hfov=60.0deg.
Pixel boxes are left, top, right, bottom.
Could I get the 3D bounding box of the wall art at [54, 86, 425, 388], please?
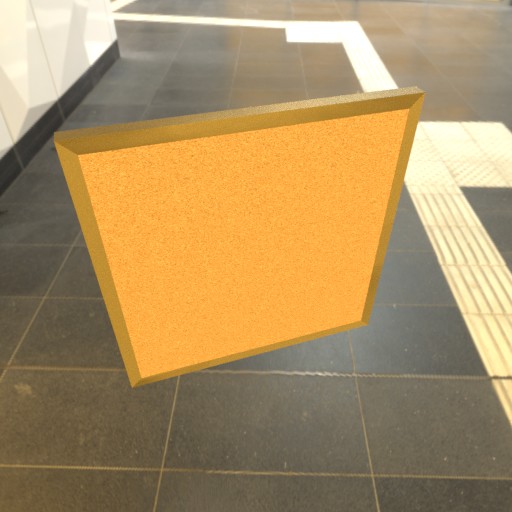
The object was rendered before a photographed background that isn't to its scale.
[{"bbox_3d":[0.000,0.000,1.132,0.762,0.762,0.038,-12,42,-14],"label":"wall art"}]
